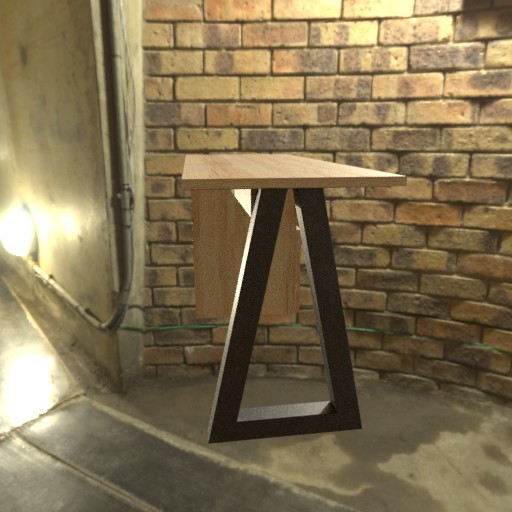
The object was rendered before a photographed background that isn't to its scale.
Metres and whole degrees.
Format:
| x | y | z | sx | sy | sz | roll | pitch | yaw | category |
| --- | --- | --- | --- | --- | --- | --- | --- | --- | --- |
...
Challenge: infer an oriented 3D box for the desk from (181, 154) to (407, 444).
| x | y | z | sx | sy | sz | roll | pitch | yaw | category |
| --- | --- | --- | --- | --- | --- | --- | --- | --- | --- |
| 0.000 | 0.000 | 1.822 | 0.550 | 0.760 | 1.400 | -2 | 15 | -8 | desk |
